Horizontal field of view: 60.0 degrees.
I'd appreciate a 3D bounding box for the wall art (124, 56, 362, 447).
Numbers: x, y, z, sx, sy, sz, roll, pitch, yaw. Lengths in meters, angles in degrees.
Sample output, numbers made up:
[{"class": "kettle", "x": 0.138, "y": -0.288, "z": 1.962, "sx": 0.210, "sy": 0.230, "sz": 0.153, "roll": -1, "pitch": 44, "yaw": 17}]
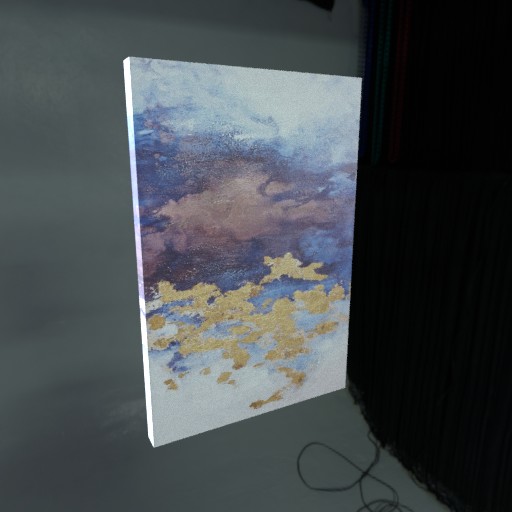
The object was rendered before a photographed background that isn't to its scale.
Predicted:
[{"class": "wall art", "x": 0.000, "y": 0.000, "z": 1.116, "sx": 0.583, "sy": 0.874, "sz": 0.048, "roll": -7, "pitch": 16, "yaw": -27}]
